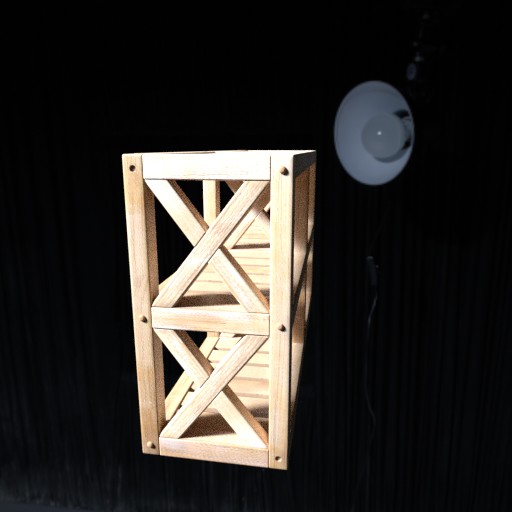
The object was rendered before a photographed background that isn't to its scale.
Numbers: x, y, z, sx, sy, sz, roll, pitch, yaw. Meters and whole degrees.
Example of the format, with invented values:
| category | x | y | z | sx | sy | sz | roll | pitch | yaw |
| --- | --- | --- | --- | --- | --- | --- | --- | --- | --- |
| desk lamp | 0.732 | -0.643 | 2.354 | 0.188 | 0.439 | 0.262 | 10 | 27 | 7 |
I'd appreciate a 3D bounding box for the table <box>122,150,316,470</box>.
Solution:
| category | x | y | z | sx | sy | sz | roll | pitch | yaw |
| --- | --- | --- | --- | --- | --- | --- | --- | --- | --- |
| table | 0.000 | 0.000 | 1.662 | 0.381 | 0.762 | 1.320 | 2 | 14 | 9 |
